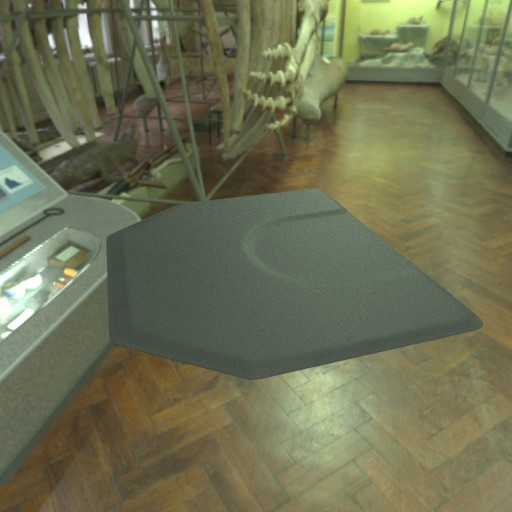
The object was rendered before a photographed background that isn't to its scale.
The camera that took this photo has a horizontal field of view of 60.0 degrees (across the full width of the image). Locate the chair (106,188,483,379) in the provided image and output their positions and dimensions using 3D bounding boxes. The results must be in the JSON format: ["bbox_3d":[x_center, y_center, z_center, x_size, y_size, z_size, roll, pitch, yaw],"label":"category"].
[{"bbox_3d":[0.000,0.000,1.892,1.219,0.024,1.372,-9,30,-15],"label":"chair"}]
